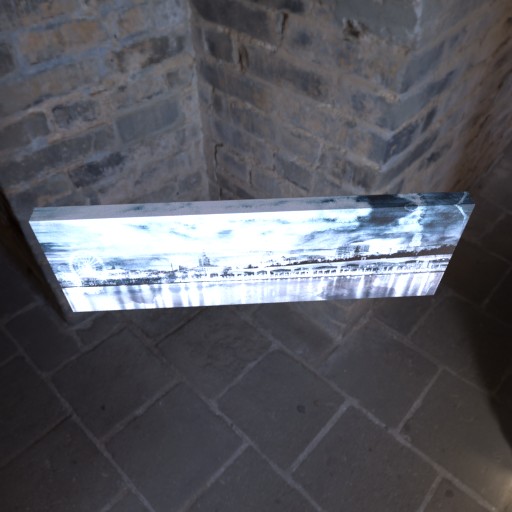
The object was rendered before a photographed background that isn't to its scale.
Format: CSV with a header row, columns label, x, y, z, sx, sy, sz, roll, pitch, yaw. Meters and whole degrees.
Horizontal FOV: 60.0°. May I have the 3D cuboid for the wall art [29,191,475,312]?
label,x,y,z,sx,sy,sz,roll,pitch,yaw
wall art,0.000,0.000,0.855,0.759,0.251,0.037,-2,46,-2
